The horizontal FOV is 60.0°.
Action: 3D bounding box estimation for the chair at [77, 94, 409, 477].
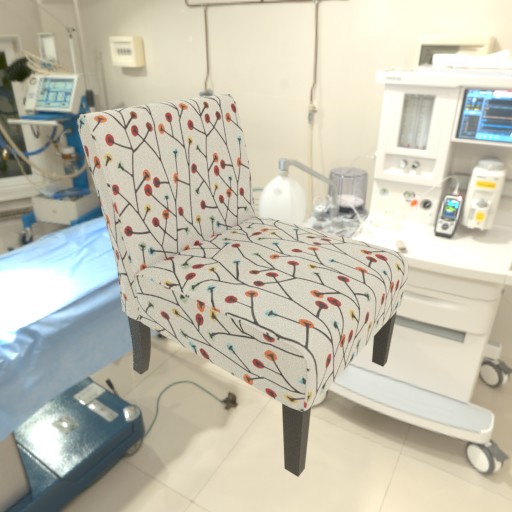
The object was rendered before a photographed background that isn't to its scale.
[{"bbox_3d":[0.000,0.000,1.308,0.732,0.813,0.597,19,32,33],"label":"chair"}]
